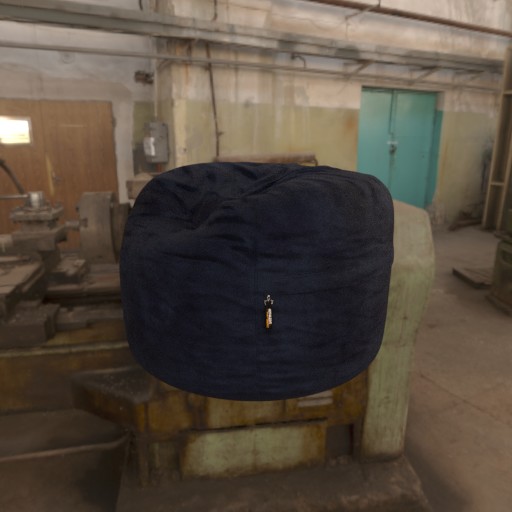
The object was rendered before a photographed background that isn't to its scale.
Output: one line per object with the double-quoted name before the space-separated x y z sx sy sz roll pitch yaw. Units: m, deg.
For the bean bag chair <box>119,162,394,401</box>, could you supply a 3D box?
"bean bag chair" 0.000 0.000 1.540 0.918 0.616 0.918 0 15 0
